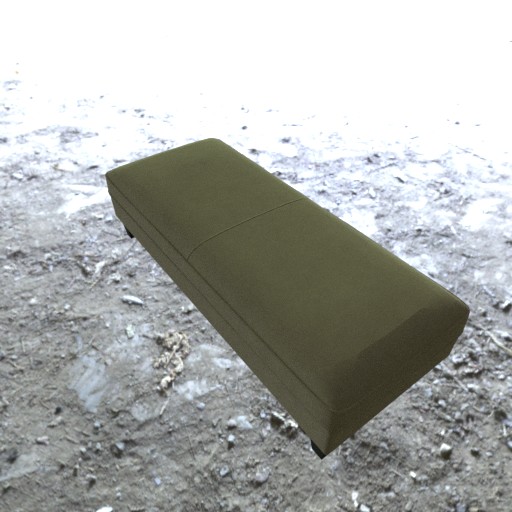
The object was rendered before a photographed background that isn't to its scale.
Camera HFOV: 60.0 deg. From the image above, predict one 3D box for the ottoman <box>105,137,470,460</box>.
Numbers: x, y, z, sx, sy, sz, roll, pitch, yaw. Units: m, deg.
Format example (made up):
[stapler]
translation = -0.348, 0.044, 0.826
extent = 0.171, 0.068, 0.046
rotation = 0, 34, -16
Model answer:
[ottoman]
translation = 0.000, 0.000, 2.050
extent = 0.735, 0.460, 1.726
rotation = -26, 47, -27
